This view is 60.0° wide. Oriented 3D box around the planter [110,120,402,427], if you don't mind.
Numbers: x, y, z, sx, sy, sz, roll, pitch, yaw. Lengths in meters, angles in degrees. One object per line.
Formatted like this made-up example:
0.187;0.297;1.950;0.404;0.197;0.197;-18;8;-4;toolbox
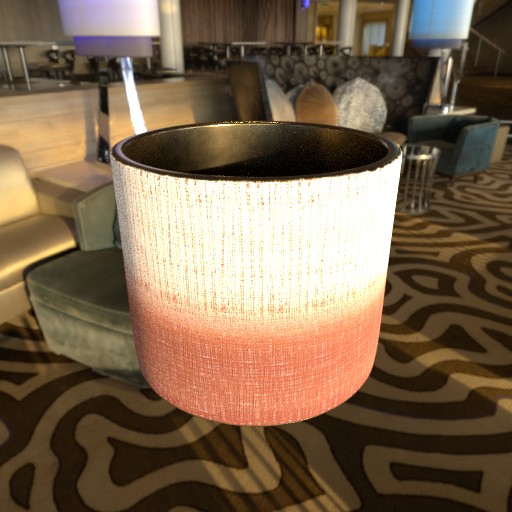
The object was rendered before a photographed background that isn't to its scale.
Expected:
0.000;0.000;0.309;0.178;0.157;0.178;0;26;0;planter
